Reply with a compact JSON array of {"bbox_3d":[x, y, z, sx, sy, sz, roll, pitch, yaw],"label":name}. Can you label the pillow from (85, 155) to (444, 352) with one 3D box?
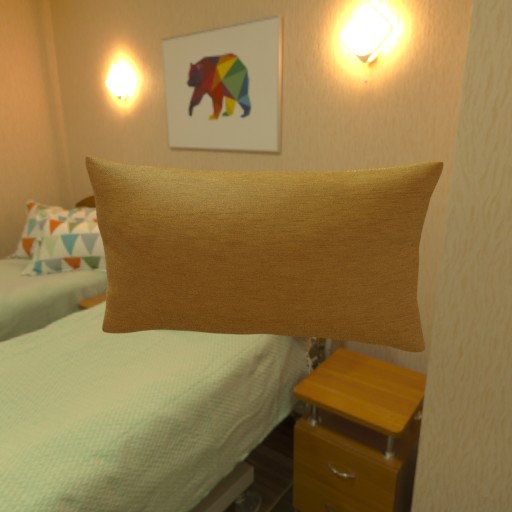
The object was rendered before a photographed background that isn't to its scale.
[{"bbox_3d":[0.000,0.000,0.811,0.634,0.354,0.210,2,16,7],"label":"pillow"}]
